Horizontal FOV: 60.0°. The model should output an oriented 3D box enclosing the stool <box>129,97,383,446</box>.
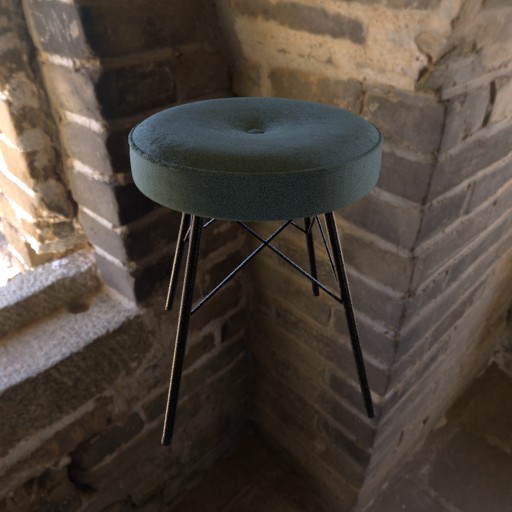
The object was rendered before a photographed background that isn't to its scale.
[{"bbox_3d":[0.000,0.000,0.852,0.457,0.519,0.458,0,32,0],"label":"stool"}]
